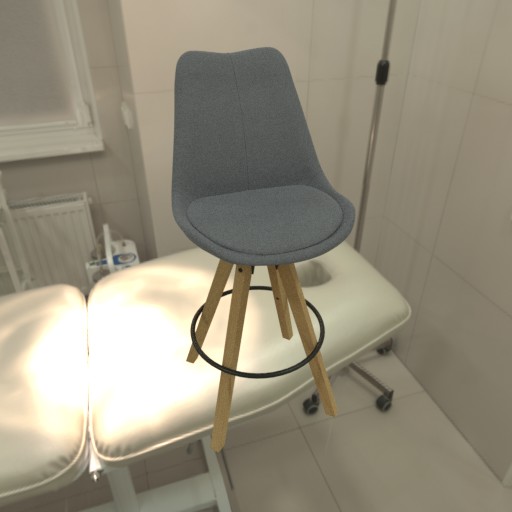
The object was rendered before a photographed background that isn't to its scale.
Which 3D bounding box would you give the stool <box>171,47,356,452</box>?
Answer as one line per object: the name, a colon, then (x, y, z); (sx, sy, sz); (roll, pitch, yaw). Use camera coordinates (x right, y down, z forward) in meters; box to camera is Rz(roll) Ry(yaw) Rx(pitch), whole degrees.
stool: (0.000, 0.000, 1.378); (0.485, 1.115, 0.550); (-10, 34, -16)
